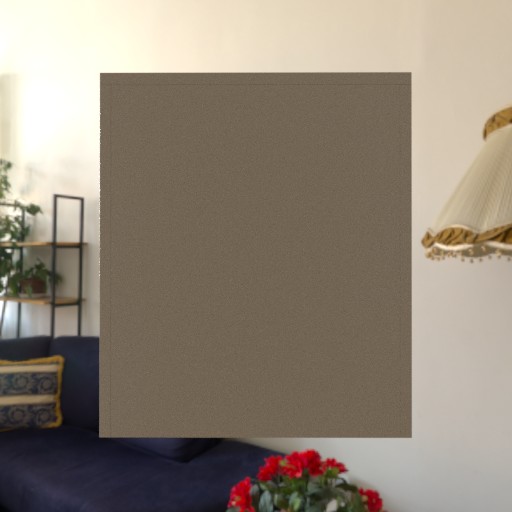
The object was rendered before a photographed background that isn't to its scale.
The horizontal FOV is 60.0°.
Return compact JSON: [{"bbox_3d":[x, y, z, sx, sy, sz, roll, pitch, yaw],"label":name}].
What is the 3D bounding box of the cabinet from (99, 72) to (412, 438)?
[{"bbox_3d":[0.000,0.000,0.748,0.400,0.470,0.360,0,0,0],"label":"cabinet"}]
